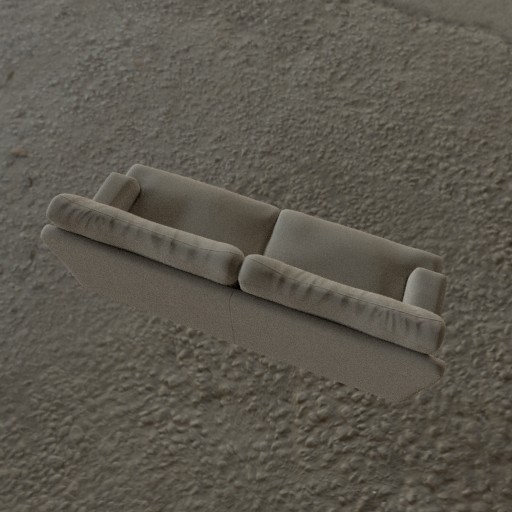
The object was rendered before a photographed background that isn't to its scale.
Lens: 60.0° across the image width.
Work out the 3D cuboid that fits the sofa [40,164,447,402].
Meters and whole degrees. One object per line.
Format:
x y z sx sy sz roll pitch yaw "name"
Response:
0.000 0.000 2.852 2.354 0.980 0.962 18 63 10 "sofa"
